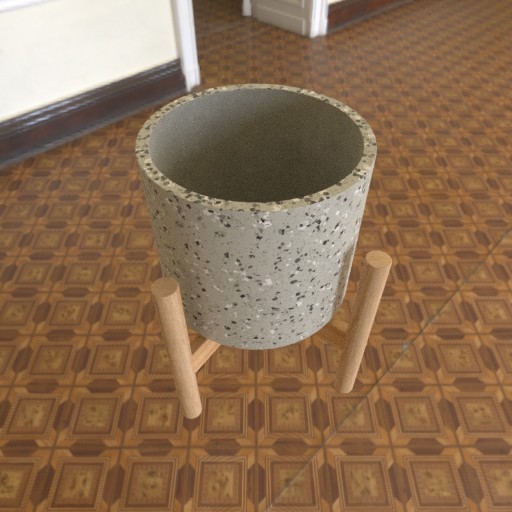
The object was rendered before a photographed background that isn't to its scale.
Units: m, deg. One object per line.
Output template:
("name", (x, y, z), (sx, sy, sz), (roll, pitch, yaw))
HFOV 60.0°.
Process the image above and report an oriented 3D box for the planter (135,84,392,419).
("planter", (0.000, 0.000, 0.528), (0.284, 0.320, 0.284), (-24, 50, -22))
